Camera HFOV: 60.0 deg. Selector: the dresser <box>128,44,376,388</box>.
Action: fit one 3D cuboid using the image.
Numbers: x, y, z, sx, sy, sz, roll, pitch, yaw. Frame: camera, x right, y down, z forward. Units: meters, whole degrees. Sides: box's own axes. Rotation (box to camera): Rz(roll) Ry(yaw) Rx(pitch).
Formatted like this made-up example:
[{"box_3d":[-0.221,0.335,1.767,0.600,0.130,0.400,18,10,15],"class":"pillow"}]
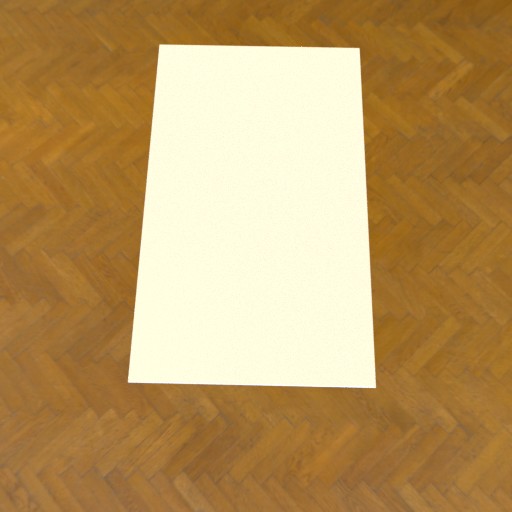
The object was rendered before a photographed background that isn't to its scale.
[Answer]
[{"box_3d":[0.000,0.000,1.185,0.400,0.800,0.650,1,75,0],"class":"dresser"}]
